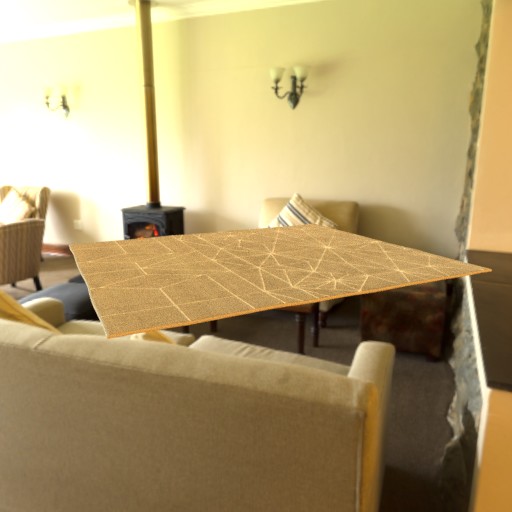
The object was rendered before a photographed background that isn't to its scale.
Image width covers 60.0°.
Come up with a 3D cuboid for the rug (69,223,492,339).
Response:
[{"bbox_3d":[0.000,0.000,0.864,0.639,0.006,0.548,-7,15,-26],"label":"rug"}]
